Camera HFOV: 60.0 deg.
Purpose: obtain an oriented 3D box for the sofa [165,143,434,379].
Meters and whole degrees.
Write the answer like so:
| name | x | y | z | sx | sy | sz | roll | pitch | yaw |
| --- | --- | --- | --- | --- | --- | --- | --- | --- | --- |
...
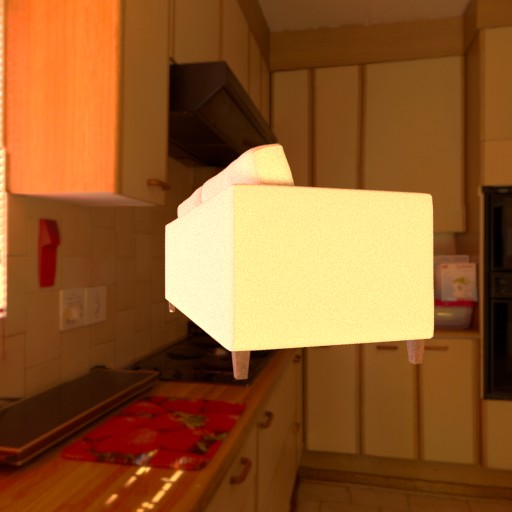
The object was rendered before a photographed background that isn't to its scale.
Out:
| name | x | y | z | sx | sy | sz | roll | pitch | yaw |
| --- | --- | --- | --- | --- | --- | --- | --- | --- | --- |
| sofa | 0.000 | 0.000 | 2.913 | 0.951 | 0.962 | 2.361 | 0 | 0 | -18 |
